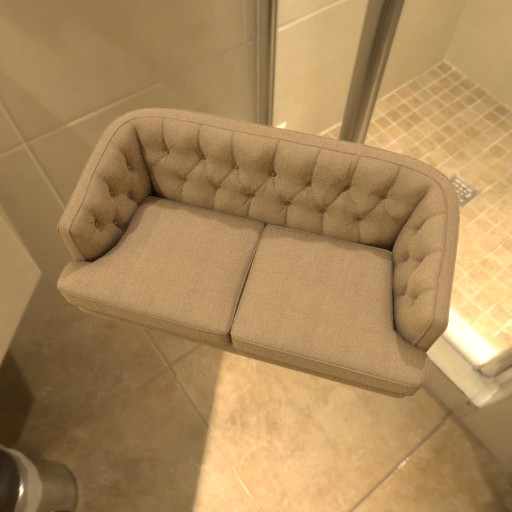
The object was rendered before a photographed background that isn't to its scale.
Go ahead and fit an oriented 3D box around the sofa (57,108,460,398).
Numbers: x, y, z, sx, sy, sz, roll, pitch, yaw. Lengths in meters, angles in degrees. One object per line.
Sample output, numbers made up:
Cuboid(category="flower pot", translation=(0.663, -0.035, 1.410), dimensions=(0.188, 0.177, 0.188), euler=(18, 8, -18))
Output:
Cuboid(category="sofa", translation=(0.000, 0.000, 2.206), dimensions=(1.733, 0.855, 0.941), euler=(14, 60, 8))
